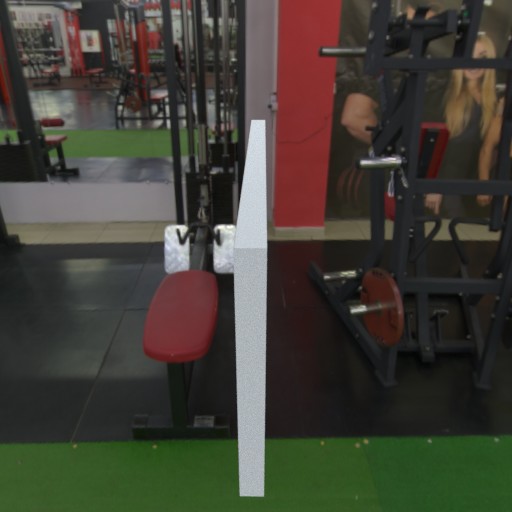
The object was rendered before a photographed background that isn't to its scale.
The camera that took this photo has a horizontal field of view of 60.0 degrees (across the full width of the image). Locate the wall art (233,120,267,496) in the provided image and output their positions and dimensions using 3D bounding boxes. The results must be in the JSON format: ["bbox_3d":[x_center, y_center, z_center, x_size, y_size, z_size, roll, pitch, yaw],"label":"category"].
[{"bbox_3d":[0.000,0.000,0.957,0.038,0.431,0.812,0,27,1],"label":"wall art"}]
